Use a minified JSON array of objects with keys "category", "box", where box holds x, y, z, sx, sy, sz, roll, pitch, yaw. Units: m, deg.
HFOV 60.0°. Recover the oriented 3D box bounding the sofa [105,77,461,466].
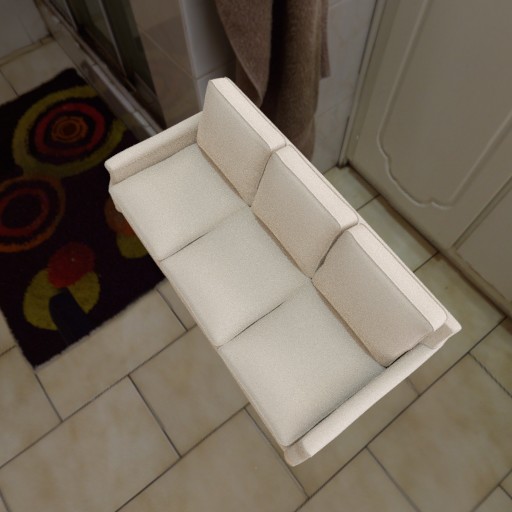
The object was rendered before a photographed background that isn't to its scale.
[{"category":"sofa","box":[0.000,0.000,2.828,1.084,1.003,2.246,-33,69,-14]}]
